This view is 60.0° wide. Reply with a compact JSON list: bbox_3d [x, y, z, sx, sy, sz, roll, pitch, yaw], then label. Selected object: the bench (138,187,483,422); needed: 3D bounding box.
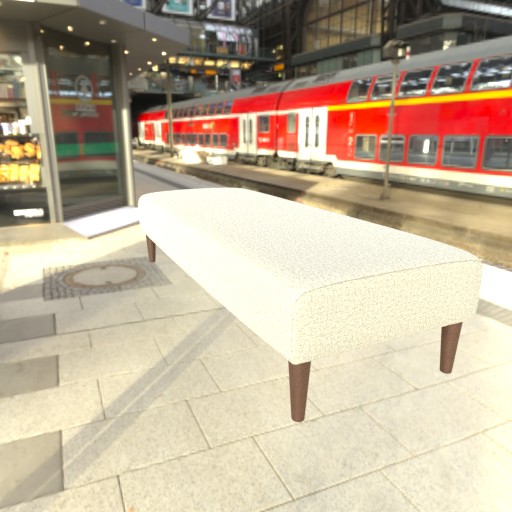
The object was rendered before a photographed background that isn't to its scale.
[{"bbox_3d":[0.000,0.000,1.791,0.631,0.383,1.598,-8,18,-25],"label":"bench"}]
